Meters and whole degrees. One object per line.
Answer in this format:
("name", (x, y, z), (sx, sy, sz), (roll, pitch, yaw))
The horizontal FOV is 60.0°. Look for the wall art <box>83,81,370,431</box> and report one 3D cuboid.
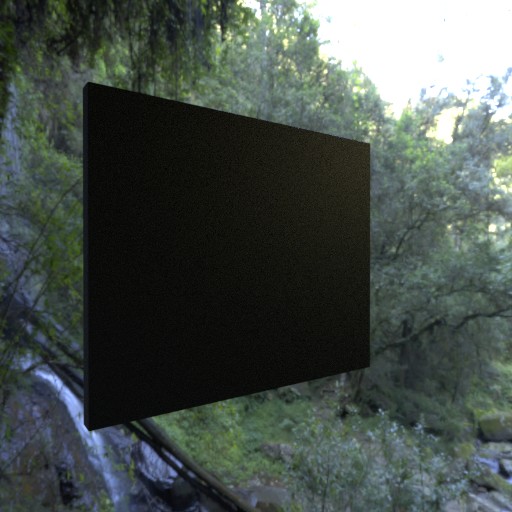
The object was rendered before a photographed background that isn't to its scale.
("wall art", (0.000, 0.000, 0.750), (0.558, 0.457, 0.031), (0, 1, -36))
